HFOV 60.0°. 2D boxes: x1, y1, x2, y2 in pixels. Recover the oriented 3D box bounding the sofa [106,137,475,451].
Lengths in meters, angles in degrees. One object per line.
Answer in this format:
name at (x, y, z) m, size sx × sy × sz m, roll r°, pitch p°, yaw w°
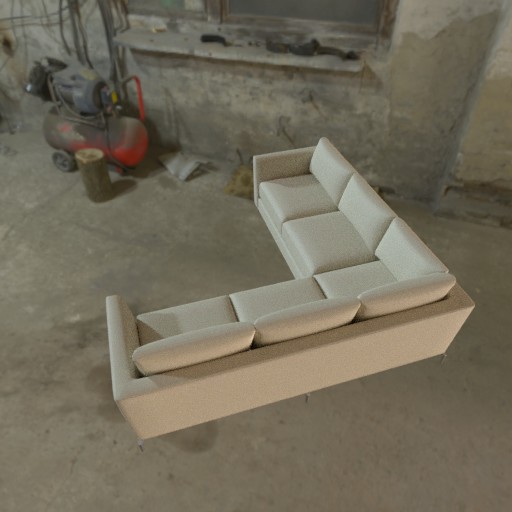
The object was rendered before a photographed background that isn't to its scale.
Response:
sofa at (0.000, 0.000, 3.799) m, size 2.448 × 0.867 × 2.430 m, roll -12°, pitch 43°, yaw -13°
